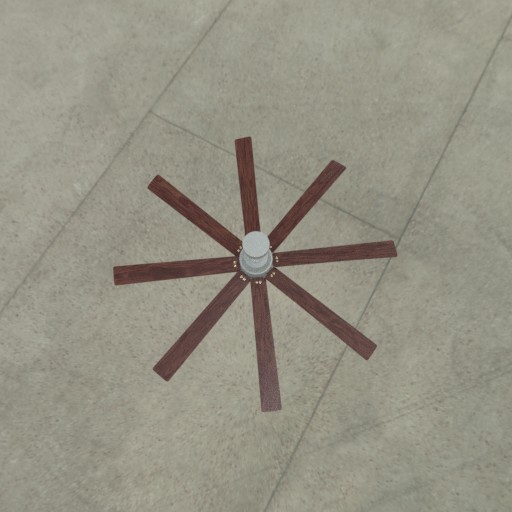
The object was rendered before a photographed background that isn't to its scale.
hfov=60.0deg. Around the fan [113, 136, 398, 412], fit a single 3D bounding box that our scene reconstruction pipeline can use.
[{"bbox_3d":[0.000,0.000,2.734,1.830,0.472,1.830,-6,73,-2],"label":"fan"}]
